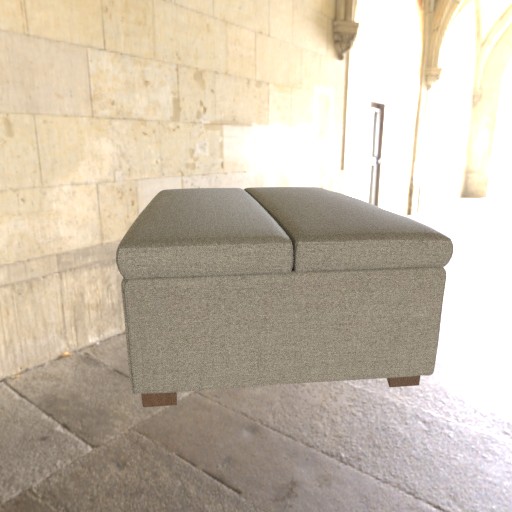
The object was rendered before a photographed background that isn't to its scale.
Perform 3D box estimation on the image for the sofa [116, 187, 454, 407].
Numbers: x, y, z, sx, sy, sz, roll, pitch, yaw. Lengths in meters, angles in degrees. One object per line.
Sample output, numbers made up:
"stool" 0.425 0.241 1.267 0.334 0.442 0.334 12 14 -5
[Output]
"sofa" 0.000 0.000 1.639 0.817 0.434 1.250 -2 14 -7
